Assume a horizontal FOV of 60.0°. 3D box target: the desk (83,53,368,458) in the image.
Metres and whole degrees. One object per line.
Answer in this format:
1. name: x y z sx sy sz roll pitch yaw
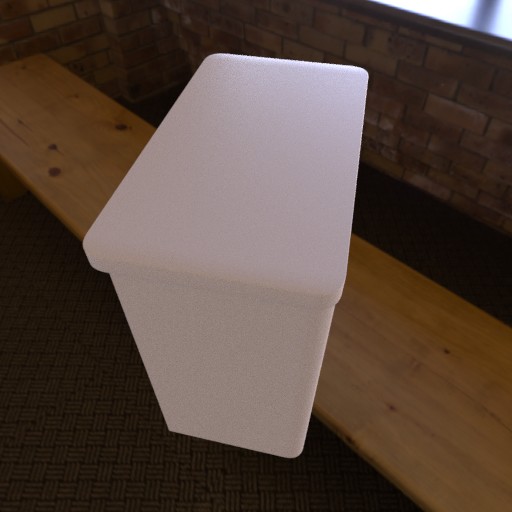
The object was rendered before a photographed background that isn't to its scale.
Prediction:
1. desk: 0.000 0.000 1.244 0.446 0.760 0.790 9 48 8
